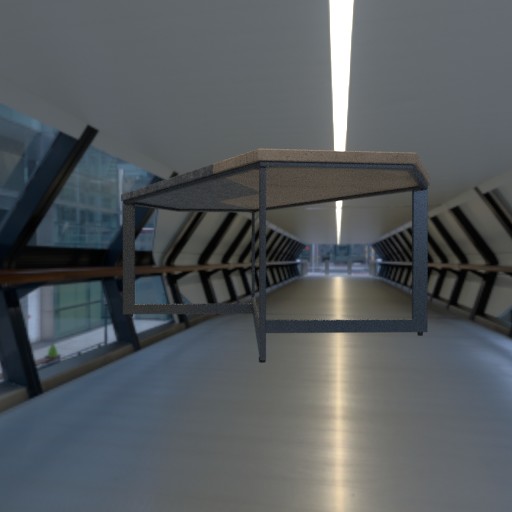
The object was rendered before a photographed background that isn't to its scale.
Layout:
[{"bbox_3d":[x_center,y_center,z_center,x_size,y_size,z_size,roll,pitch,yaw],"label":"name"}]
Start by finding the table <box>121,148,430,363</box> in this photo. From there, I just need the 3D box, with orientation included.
[{"bbox_3d":[0.000,0.000,1.468,0.609,0.457,1.219,0,0,-35],"label":"table"}]
